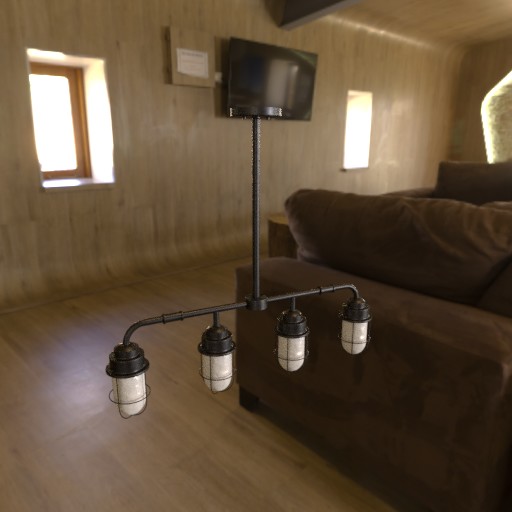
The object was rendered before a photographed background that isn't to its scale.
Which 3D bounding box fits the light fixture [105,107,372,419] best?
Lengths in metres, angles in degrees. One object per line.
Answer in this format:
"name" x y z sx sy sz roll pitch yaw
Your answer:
"light fixture" 0.000 0.000 1.243 0.852 0.785 0.131 -7 16 -27
